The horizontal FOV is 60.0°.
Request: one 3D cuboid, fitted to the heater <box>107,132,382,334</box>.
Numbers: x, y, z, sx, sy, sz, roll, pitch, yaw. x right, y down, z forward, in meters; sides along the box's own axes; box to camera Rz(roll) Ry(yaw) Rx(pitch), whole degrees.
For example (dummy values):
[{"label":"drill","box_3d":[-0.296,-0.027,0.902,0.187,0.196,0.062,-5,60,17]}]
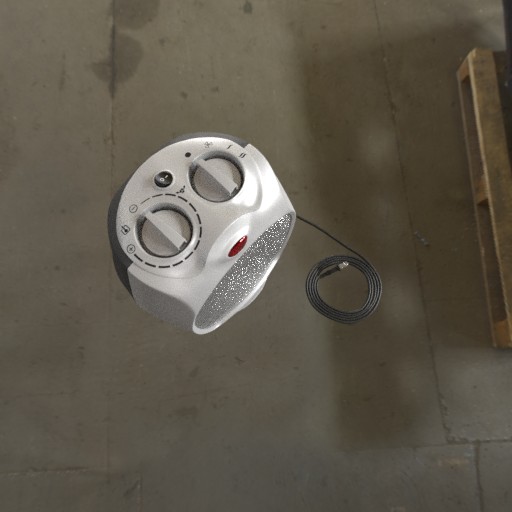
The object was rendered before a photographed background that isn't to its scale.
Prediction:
[{"label":"heater","box_3d":[0.000,0.000,0.476,0.291,0.255,0.239,40,79,9]}]
